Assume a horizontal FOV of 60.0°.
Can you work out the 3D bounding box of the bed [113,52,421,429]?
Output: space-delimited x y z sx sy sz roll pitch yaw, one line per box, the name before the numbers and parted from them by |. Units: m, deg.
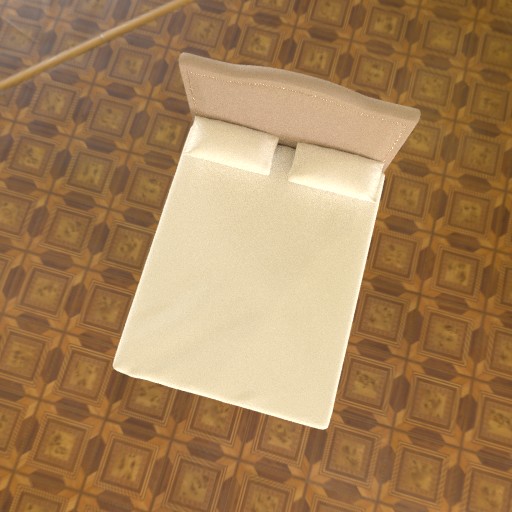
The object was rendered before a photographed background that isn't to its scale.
bed | 0.000 0.000 3.425 1.821 1.436 2.282 15 78 3
